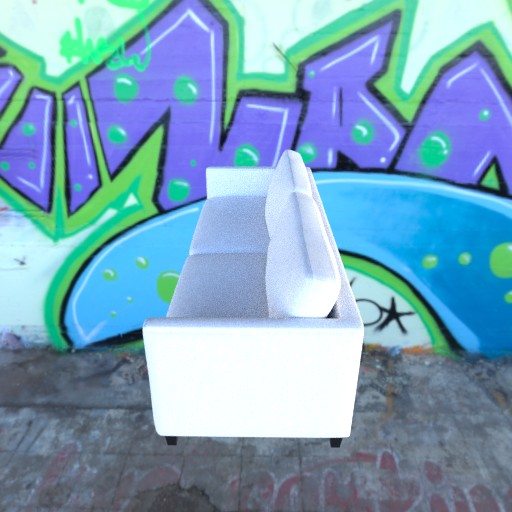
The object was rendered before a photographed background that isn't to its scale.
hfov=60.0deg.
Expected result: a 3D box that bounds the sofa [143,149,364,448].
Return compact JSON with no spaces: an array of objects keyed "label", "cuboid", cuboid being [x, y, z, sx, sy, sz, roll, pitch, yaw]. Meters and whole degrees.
[{"label":"sofa","cuboid":[0.000,0.000,3.003,0.948,0.965,2.434,0,27,1]}]
